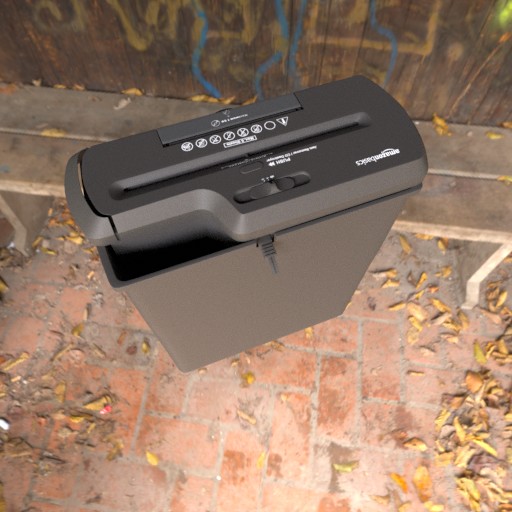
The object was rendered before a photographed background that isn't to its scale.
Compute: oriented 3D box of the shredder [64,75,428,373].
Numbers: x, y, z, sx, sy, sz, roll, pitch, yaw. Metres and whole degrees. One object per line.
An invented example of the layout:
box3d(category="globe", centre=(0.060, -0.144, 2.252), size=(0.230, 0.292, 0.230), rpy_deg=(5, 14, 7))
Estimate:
box3d(category="shredder", centre=(0.000, 0.000, 0.518), size=(0.320, 0.335, 0.170), rpy_deg=(-18, 62, -10))
